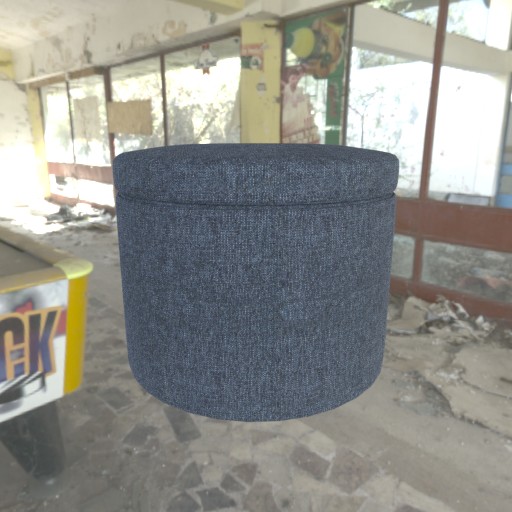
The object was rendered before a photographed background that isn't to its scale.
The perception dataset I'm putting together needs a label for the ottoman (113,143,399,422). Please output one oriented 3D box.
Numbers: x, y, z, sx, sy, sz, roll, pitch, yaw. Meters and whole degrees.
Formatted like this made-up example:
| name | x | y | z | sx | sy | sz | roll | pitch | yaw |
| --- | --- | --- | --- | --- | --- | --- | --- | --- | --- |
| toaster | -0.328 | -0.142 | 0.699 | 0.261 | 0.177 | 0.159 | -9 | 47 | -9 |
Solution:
| name | x | y | z | sx | sy | sz | roll | pitch | yaw |
| --- | --- | --- | --- | --- | --- | --- | --- | --- | --- |
| ottoman | 0.000 | 0.000 | 0.853 | 0.500 | 0.419 | 0.500 | 0 | 15 | 0 |
